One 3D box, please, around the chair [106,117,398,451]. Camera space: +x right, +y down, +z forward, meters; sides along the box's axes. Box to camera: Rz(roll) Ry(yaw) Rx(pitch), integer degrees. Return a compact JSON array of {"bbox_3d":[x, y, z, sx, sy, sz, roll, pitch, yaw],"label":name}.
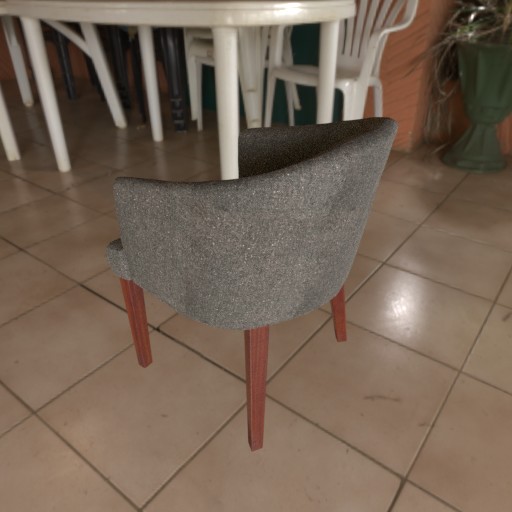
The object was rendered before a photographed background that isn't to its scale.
[{"bbox_3d":[0.000,0.000,1.250,0.655,0.811,0.583,21,37,30],"label":"chair"}]
